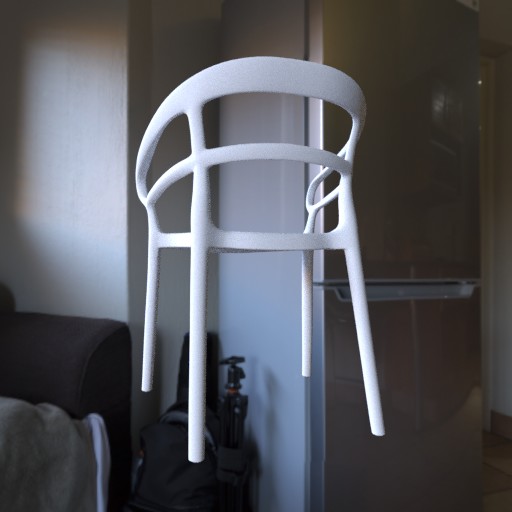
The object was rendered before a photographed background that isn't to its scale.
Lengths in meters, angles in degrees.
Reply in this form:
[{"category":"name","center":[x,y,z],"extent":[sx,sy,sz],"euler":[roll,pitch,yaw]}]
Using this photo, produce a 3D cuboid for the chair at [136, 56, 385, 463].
[{"category":"chair","center":[0.000,0.000,1.107],"extent":[0.559,0.761,0.527],"euler":[0,0,-18]}]
